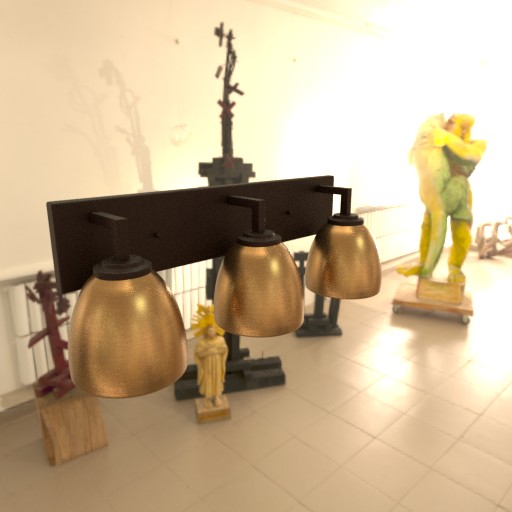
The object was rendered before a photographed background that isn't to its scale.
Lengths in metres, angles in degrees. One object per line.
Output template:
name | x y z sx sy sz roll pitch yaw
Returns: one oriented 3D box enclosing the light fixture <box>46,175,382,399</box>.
light fixture | 0.000 0.000 0.678 0.582 0.204 0.157 -14 21 -42
